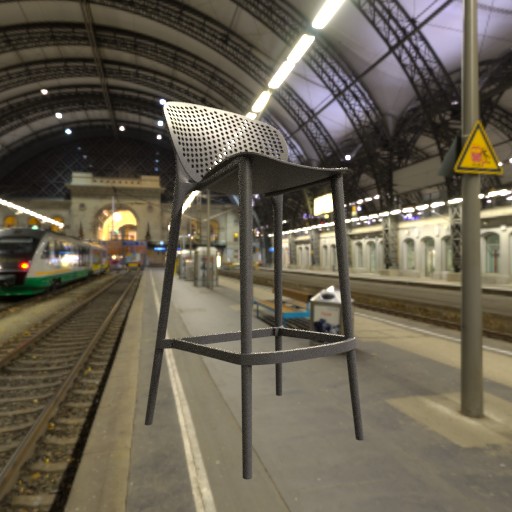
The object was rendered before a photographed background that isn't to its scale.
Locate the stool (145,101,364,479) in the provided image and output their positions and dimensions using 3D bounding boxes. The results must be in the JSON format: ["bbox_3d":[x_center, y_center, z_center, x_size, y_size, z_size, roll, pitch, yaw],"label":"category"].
[{"bbox_3d":[0.000,0.000,1.347,0.536,1.045,0.535,0,-1,-35],"label":"stool"}]
